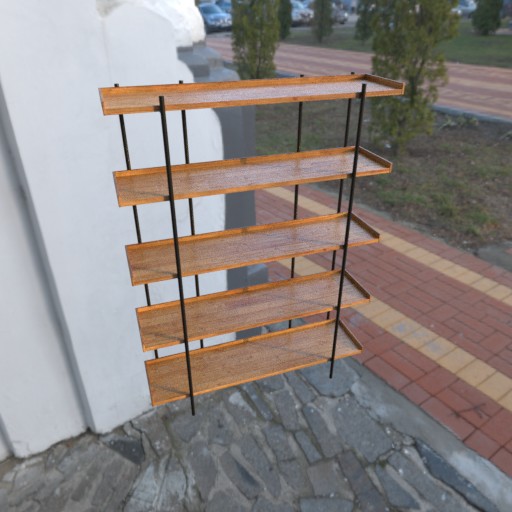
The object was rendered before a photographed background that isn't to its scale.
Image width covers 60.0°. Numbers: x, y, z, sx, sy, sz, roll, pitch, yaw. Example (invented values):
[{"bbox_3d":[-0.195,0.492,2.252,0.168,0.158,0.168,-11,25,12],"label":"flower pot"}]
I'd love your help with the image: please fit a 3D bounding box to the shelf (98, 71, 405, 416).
[{"bbox_3d":[0.000,0.000,2.480,1.371,1.826,0.379,-10,31,-17],"label":"shelf"}]
